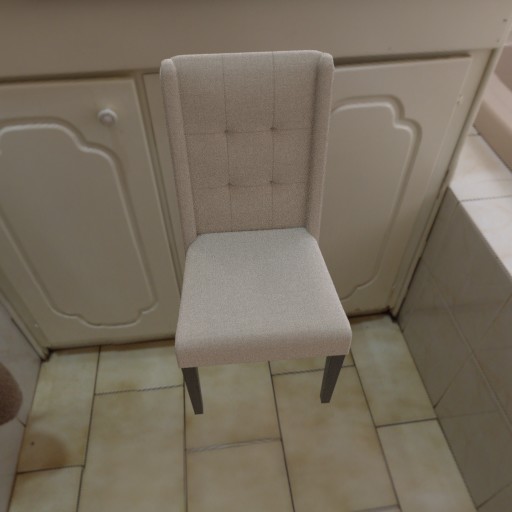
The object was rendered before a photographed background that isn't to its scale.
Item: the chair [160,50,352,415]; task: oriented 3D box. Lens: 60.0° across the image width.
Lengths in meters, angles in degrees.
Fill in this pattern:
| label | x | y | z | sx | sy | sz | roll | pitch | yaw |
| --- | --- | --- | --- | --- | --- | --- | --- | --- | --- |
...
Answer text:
| label | x | y | z | sx | sy | sz | roll | pitch | yaw |
| --- | --- | --- | --- | --- | --- | --- | --- | --- | --- |
| chair | 0.000 | 0.000 | 1.289 | 0.474 | 0.961 | 0.523 | -4 | 47 | -4 |
